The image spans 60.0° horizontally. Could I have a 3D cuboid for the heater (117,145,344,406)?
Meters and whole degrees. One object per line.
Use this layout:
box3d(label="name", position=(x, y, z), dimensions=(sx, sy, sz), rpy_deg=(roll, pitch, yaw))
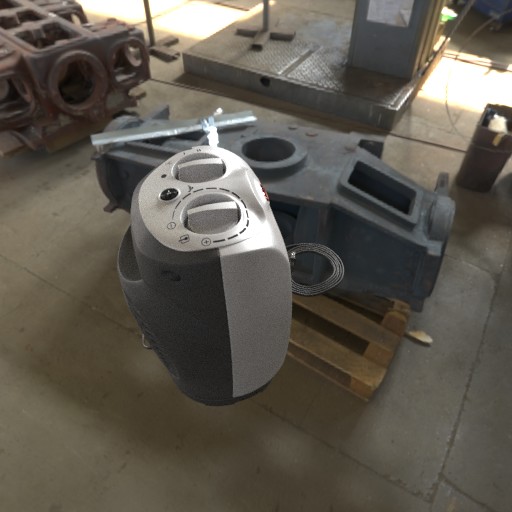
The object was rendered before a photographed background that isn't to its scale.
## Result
box3d(label="heater", position=(0.000, 0.000, 0.485), dimensions=(0.291, 0.255, 0.239), rpy_deg=(-10, 48, -9))
